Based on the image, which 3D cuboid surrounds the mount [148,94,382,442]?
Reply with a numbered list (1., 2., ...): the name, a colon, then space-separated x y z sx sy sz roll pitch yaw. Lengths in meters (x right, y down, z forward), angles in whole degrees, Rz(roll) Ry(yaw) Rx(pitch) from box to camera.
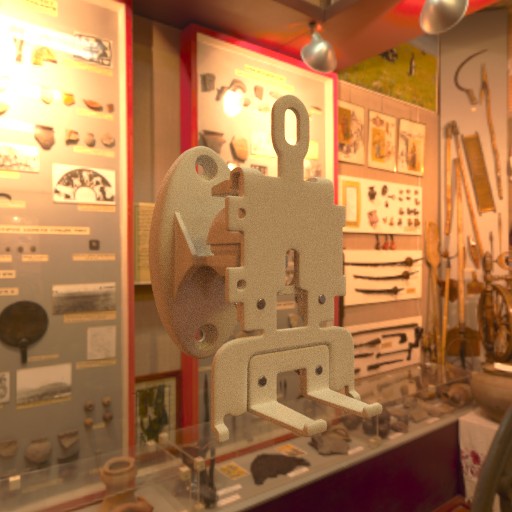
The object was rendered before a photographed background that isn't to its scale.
1. mount: 0.000 0.000 0.181 0.066 0.118 0.100 0 0 -35
